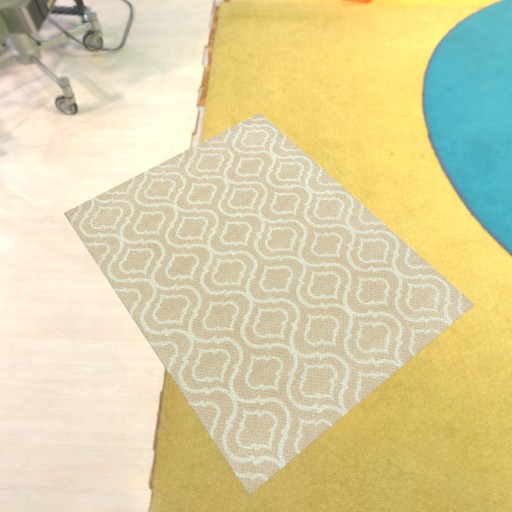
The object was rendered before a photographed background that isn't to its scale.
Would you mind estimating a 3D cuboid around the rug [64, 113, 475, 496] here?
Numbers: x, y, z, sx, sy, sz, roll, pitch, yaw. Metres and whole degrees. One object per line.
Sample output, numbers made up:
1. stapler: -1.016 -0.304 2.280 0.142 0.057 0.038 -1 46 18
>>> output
1. rug: 0.000 0.000 3.862 2.286 0.013 2.894 -33 63 -19
